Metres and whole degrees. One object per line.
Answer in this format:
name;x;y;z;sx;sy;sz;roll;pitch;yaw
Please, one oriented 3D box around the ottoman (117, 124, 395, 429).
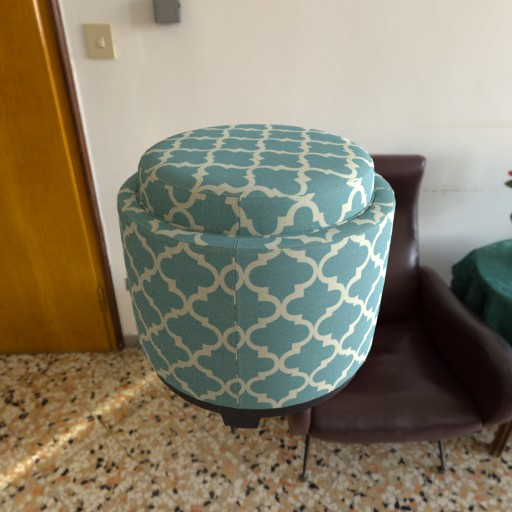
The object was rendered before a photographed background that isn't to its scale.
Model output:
ottoman;0.000;0.000;0.848;0.480;0.429;0.480;0;30;0
